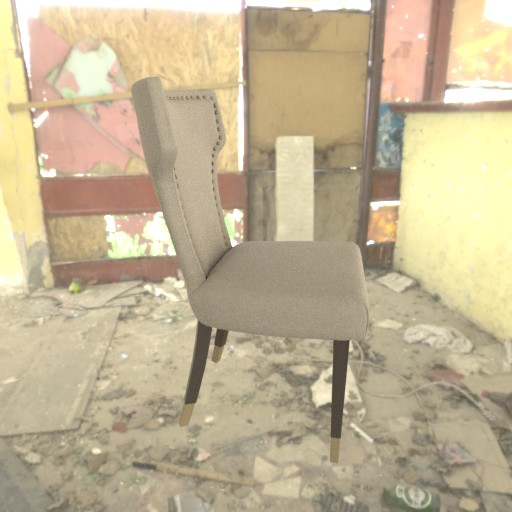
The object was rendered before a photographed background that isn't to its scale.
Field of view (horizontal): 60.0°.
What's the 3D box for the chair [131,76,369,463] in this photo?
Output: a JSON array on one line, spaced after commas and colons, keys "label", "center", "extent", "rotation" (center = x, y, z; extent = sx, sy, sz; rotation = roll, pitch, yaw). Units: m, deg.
[{"label": "chair", "center": [0.000, 0.000, 1.302], "extent": [0.630, 0.950, 0.526], "rotation": [3, 18, 10]}]
